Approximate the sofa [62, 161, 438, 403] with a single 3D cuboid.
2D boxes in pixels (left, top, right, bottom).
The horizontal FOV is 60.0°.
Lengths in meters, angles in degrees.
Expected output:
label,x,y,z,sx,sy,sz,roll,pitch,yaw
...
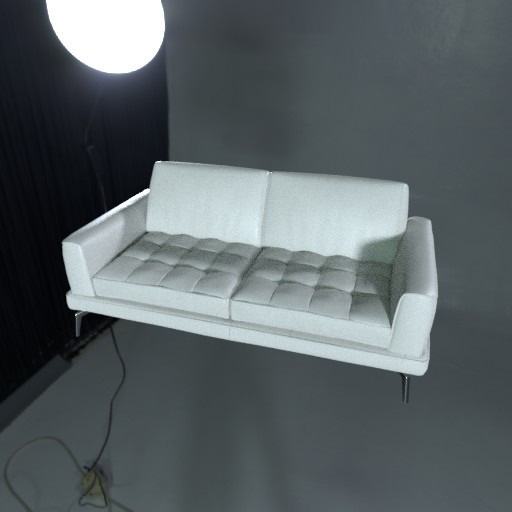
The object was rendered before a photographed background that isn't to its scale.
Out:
label,x,y,z,sx,sy,sz,roll,pitch,yaw
sofa,0.000,0.000,2.842,2.177,0.930,1.121,8,28,15
